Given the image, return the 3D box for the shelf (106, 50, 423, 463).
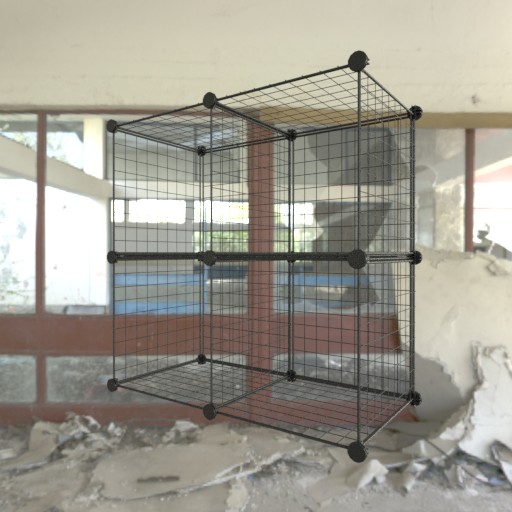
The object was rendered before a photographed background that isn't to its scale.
[{"bbox_3d":[0.000,0.000,1.106,0.711,0.711,0.356,0,0,35],"label":"shelf"}]
